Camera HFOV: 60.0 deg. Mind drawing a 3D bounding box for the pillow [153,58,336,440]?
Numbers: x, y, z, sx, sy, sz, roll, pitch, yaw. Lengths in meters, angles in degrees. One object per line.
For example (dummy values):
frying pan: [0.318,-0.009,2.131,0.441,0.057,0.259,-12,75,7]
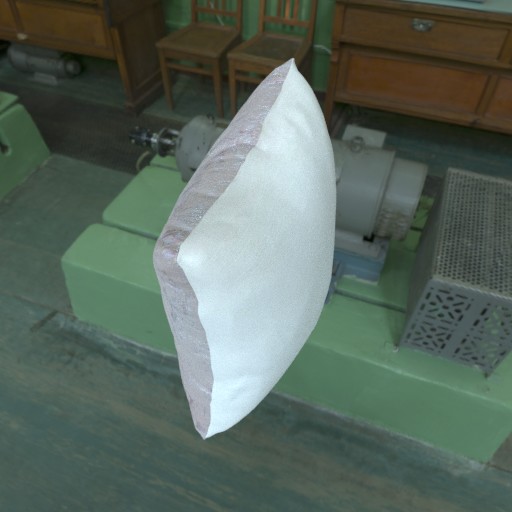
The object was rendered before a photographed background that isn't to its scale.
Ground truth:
pillow: [0.000,0.000,0.705,0.245,0.448,0.450,15,50,13]
